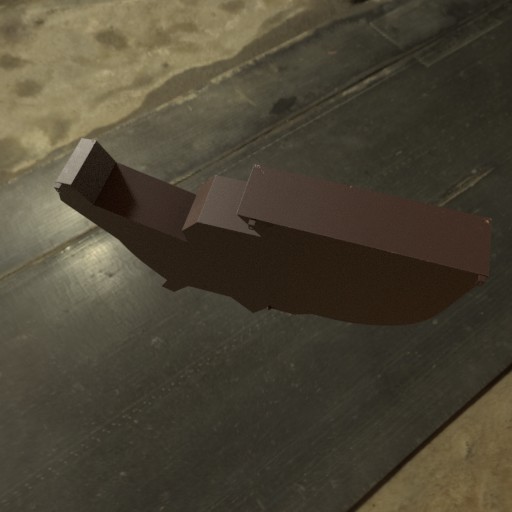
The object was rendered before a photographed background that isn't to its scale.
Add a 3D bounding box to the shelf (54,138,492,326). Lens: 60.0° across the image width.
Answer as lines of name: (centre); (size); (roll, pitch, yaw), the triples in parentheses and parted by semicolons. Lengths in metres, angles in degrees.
shelf: (0.000, 0.000, 0.904); (0.729, 0.439, 0.112); (14, 64, 7)
